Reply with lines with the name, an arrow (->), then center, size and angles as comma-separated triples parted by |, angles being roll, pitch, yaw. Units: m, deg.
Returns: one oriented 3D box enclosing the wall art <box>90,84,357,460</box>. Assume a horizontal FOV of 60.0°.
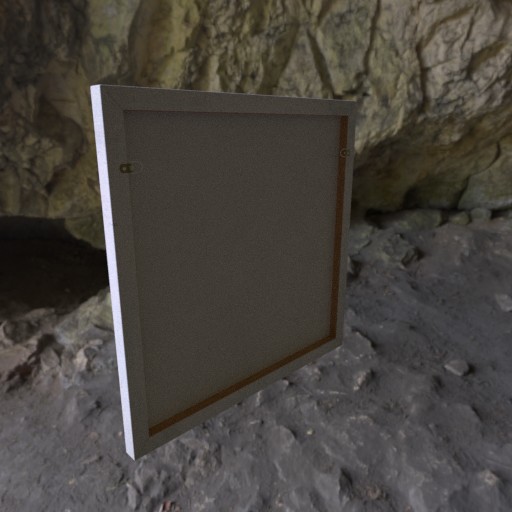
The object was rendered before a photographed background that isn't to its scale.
wall art -> 0.000, 0.000, 1.116 | 0.762, 0.762, 0.041 | -15, 22, -42
